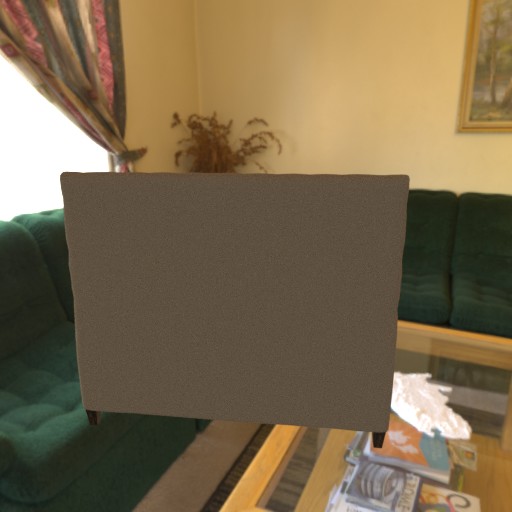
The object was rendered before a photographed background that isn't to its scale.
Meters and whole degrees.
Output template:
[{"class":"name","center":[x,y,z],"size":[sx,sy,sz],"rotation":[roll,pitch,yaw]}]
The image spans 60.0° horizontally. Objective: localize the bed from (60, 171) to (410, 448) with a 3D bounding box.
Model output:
[{"class":"bed","center":[0.000,0.000,3.371],"size":[1.698,1.427,2.387],"rotation":[2,15,7]}]
